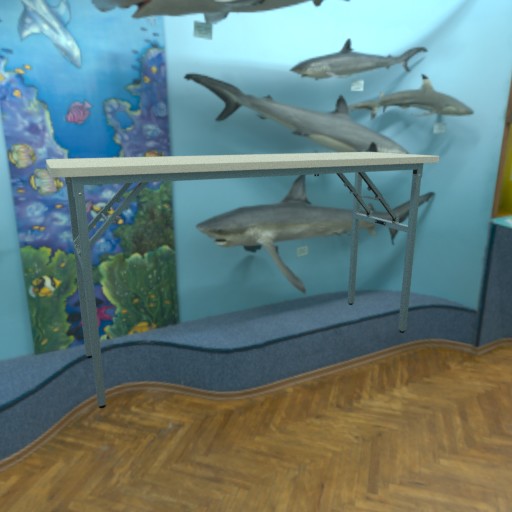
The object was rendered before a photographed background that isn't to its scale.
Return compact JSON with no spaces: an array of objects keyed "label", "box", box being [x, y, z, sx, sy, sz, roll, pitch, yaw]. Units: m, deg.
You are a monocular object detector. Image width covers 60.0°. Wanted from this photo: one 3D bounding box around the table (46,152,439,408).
[{"label":"table","box":[0.000,0.000,1.727,1.397,0.750,0.446,-7,17,-25]}]
